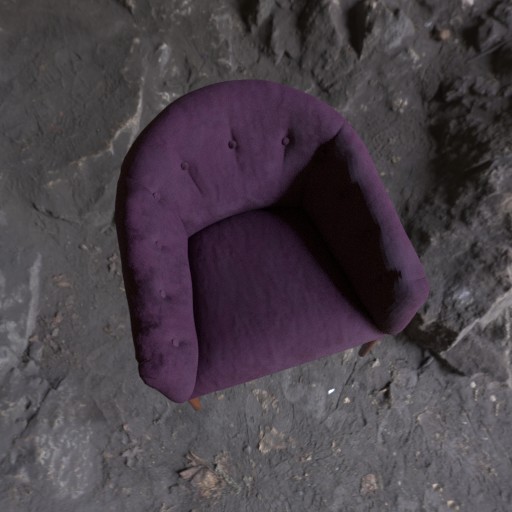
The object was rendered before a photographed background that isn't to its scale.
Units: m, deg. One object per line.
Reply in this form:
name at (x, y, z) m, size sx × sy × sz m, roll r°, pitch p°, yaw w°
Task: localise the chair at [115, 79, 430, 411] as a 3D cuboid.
chair at (0.000, 0.000, 1.513) m, size 0.851 × 0.885 × 0.776 m, roll -16°, pitch 64°, yaw -8°
